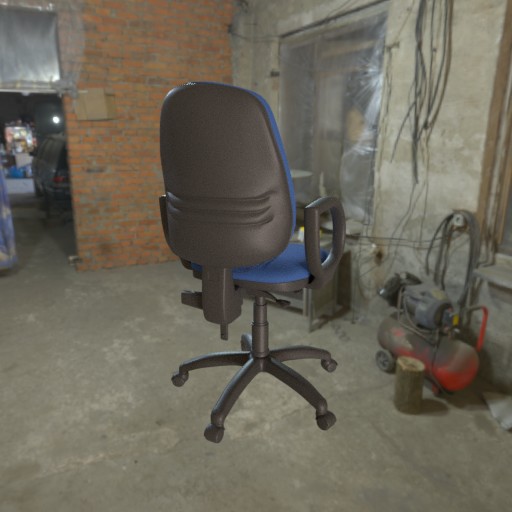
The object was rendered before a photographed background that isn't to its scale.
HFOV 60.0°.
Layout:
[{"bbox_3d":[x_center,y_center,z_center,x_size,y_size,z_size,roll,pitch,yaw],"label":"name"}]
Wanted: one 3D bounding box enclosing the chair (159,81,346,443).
[{"bbox_3d":[0.000,0.000,1.284,0.552,0.905,0.549,7,17,26],"label":"chair"}]
